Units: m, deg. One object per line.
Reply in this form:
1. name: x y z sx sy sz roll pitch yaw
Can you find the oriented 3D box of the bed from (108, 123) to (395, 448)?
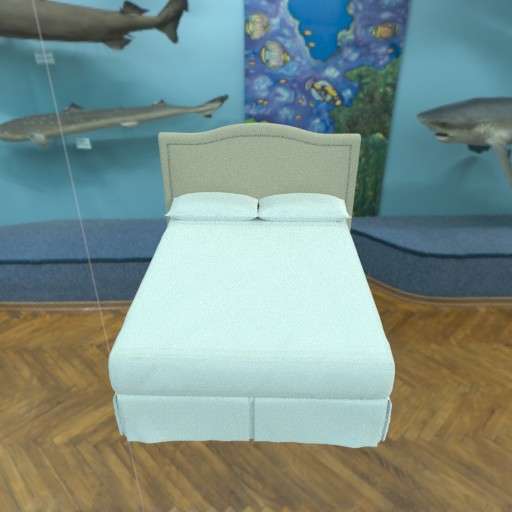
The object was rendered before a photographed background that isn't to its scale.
1. bed: 0.000 0.000 3.273 1.753 1.460 2.143 1 30 1
